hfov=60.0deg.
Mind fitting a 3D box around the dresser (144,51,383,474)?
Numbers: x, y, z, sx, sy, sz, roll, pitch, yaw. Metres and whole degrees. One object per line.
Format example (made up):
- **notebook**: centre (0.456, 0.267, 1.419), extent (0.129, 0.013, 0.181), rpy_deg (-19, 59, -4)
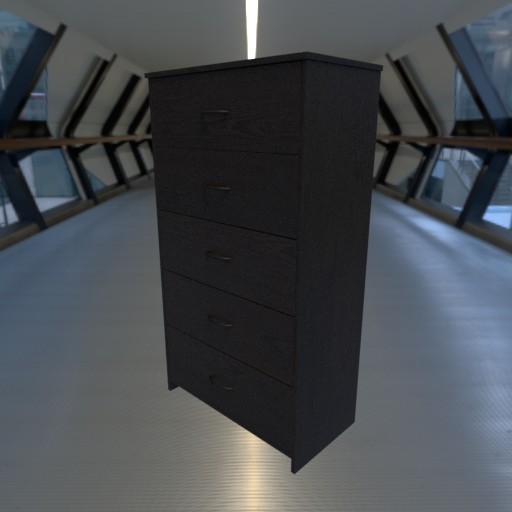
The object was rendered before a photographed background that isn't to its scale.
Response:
- **dresser**: centre (0.000, 0.000, 1.608), extent (0.704, 1.254, 0.418), rpy_deg (15, 22, 41)
